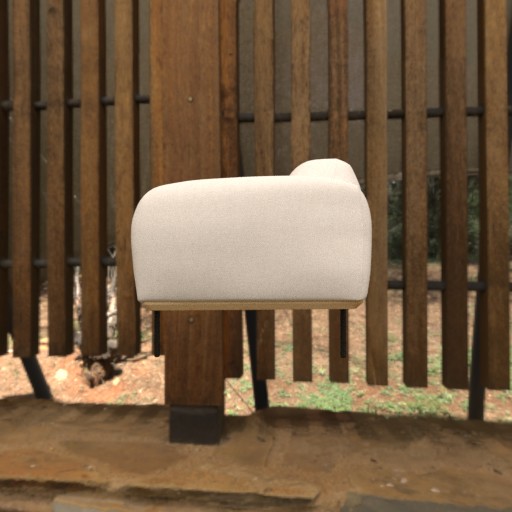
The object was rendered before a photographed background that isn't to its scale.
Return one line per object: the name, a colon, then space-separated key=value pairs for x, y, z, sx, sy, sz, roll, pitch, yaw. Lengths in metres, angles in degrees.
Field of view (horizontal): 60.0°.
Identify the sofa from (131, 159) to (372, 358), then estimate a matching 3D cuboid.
sofa: x=0.000 y=0.000 z=2.645 sx=0.880 sy=0.780 sz=2.257 roll=0 pitch=-1 yaw=1
